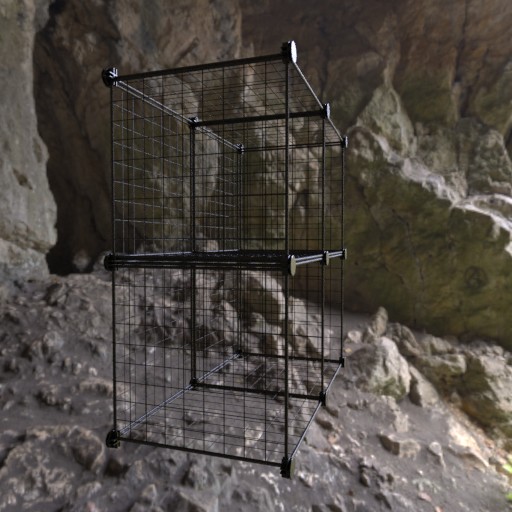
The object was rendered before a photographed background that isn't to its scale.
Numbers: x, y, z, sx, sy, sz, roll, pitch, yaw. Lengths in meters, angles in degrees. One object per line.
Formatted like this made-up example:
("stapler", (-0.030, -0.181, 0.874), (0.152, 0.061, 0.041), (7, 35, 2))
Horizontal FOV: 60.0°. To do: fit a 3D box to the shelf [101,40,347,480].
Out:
("shelf", (0.000, 0.000, 1.098), (0.356, 0.711, 0.711), (1, 2, 19))
